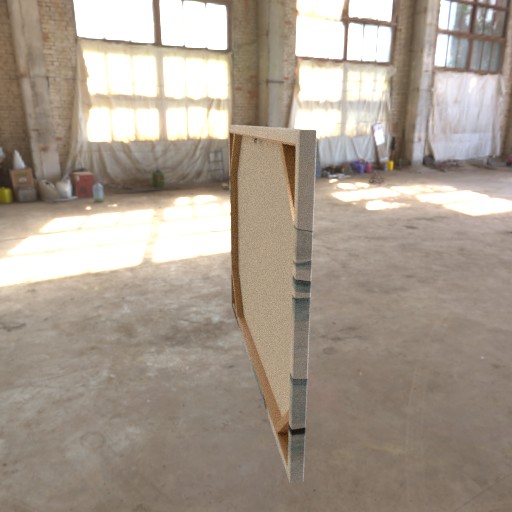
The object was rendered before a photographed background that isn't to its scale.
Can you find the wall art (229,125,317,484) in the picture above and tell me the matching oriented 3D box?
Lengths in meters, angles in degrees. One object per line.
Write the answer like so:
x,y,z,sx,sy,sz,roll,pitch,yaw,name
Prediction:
0.000,0.000,1.630,0.039,0.915,1.219,-3,17,-10,wall art
